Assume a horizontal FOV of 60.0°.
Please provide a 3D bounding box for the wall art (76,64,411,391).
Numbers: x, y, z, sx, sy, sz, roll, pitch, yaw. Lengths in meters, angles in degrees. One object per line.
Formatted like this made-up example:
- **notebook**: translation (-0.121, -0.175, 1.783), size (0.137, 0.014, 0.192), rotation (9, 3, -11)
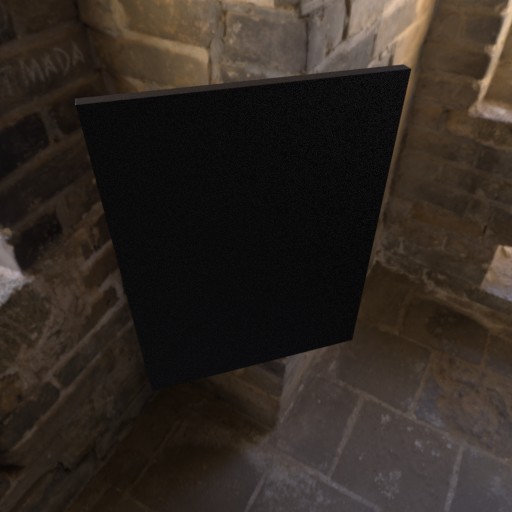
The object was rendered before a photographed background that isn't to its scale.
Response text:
- **wall art**: translation (0.000, 0.000, 1.380), size (0.806, 1.062, 0.038), rotation (-11, 41, -13)
